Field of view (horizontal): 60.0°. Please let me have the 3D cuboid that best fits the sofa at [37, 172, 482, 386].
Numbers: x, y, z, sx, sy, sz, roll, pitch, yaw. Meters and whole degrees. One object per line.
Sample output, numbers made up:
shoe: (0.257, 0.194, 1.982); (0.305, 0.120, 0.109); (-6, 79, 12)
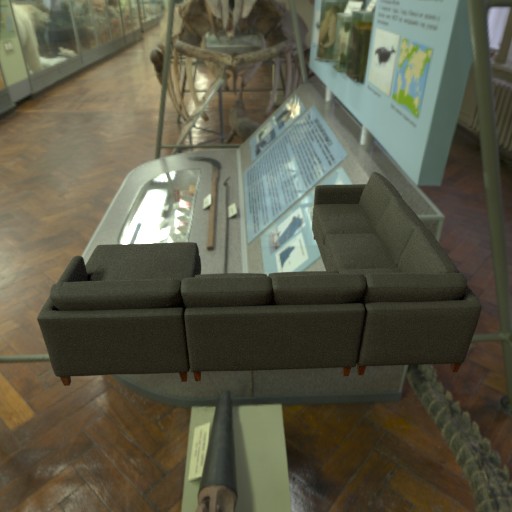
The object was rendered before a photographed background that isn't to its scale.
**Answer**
sofa: (0.000, 0.000, 4.598); (3.460, 0.961, 2.594); (-1, 31, -2)
